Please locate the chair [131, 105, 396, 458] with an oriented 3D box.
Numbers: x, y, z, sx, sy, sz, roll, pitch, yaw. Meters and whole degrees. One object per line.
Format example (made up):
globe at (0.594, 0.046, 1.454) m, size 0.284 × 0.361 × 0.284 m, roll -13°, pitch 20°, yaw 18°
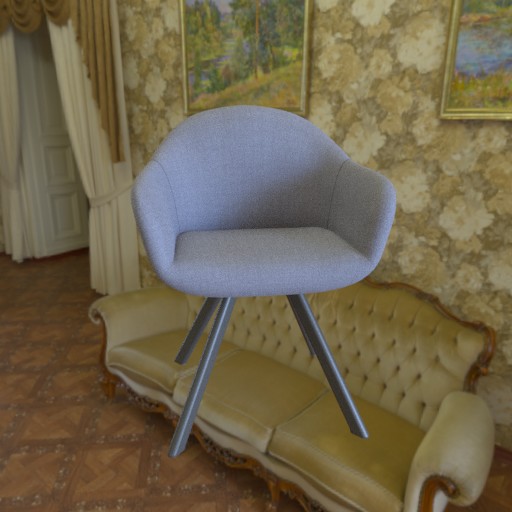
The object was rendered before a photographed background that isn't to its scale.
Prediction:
chair at (0.000, 0.000, 1.207) m, size 0.590 × 0.795 × 0.550 m, roll -2°, pitch 17°, yaw -8°
